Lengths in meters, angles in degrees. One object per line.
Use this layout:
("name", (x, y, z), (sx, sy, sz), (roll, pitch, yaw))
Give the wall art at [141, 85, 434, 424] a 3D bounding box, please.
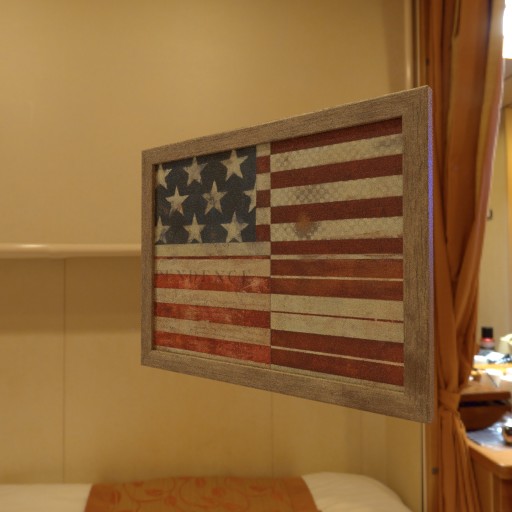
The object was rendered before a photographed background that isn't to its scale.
("wall art", (0.000, 0.000, 0.910), (0.690, 0.535, 0.026), (-1, -1, 36))
